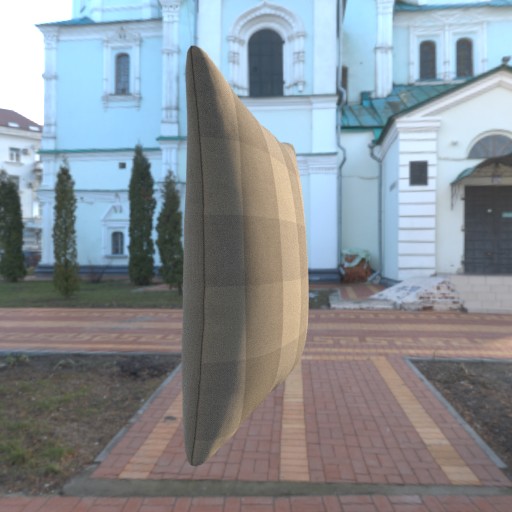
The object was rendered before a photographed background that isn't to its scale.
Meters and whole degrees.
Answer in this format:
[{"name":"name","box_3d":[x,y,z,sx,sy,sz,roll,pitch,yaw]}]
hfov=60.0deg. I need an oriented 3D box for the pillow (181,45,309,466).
[{"name":"pillow","box_3d":[0.000,0.000,0.773,0.161,0.509,0.511,0,0,17]}]
